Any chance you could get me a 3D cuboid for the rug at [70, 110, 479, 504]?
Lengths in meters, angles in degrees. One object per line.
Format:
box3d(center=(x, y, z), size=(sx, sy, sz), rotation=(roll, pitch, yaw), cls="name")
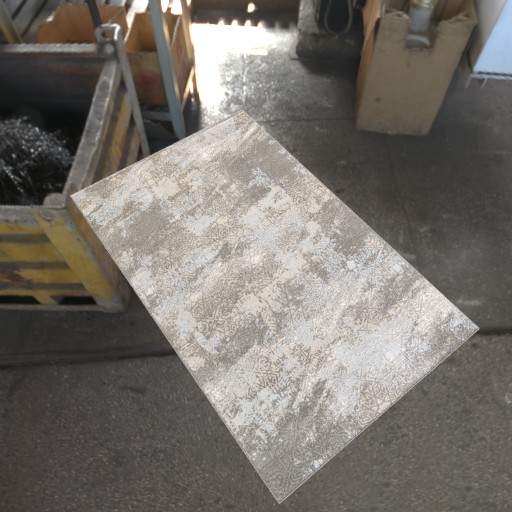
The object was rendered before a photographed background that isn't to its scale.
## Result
box3d(center=(0.000, 0.000, 2.933), size=(1.536, 0.012, 2.431), rotation=(-32, 64, -18), cls="rug")
